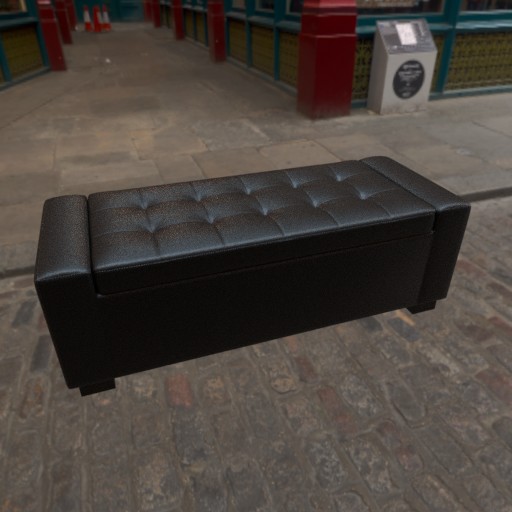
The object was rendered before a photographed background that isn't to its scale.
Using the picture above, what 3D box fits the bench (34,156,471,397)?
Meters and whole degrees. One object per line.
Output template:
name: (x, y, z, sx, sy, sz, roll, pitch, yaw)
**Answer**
bench: (0.000, 0.000, 1.535, 1.296, 0.445, 0.508, -10, 33, -16)
